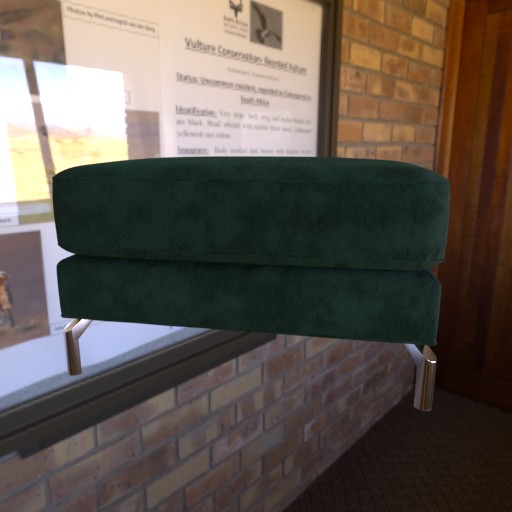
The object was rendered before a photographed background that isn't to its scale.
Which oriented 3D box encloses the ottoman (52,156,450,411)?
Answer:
[{"bbox_3d":[0.000,0.000,1.216,0.886,0.533,0.536,3,14,10],"label":"ottoman"}]
